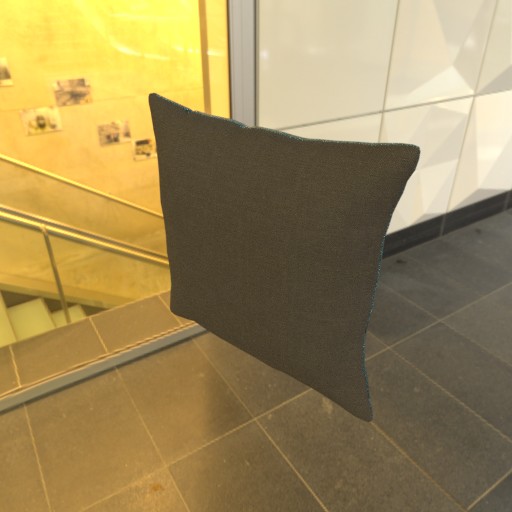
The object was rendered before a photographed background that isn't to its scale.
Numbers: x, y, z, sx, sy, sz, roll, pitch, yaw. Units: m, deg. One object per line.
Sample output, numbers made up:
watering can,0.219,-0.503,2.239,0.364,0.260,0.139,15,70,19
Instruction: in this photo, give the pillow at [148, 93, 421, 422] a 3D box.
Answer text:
pillow,0.000,0.000,0.673,0.436,0.430,0.138,21,37,32
